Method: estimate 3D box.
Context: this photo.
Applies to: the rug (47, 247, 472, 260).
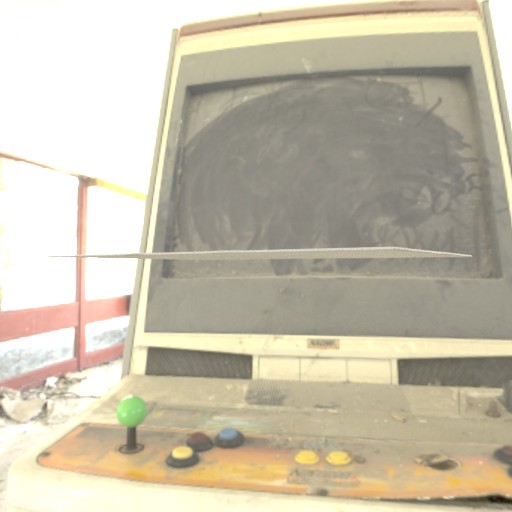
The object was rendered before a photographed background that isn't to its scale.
[{"bbox_3d":[0.000,0.000,2.287,1.835,0.012,1.231,-1,-2,35],"label":"rug"}]
